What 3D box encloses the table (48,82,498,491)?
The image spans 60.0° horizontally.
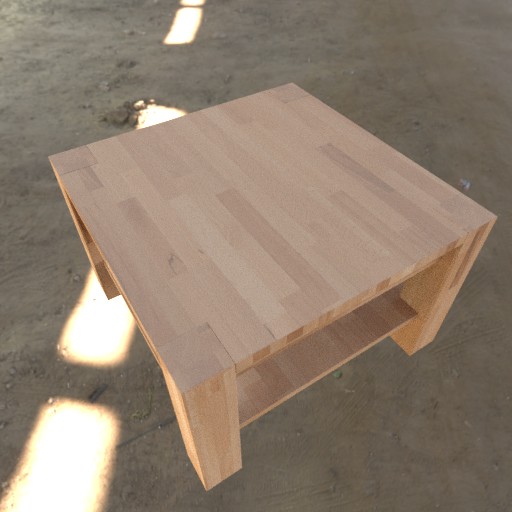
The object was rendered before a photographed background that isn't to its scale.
[{"bbox_3d":[0.000,0.000,1.121,0.700,0.451,0.700,-25,51,-22],"label":"table"}]
